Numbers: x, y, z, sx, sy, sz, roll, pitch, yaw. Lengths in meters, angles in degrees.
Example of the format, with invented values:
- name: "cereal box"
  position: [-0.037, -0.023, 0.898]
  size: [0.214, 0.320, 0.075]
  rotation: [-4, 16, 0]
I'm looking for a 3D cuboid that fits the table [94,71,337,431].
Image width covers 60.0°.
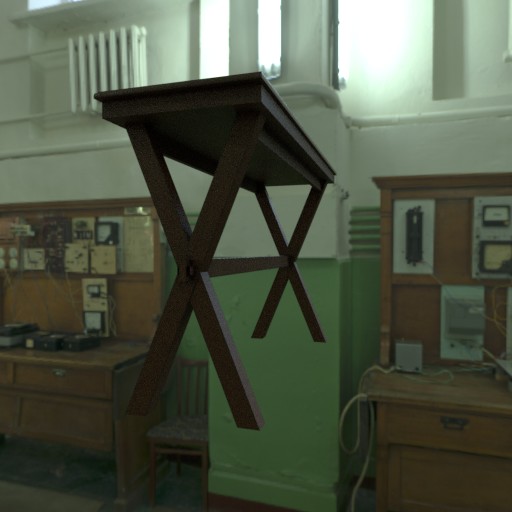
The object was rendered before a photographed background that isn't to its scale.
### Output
- name: "table"
  position: [0.000, 0.000, 1.524]
  size: [0.399, 0.763, 1.197]
  rotation: [0, 1, 17]
